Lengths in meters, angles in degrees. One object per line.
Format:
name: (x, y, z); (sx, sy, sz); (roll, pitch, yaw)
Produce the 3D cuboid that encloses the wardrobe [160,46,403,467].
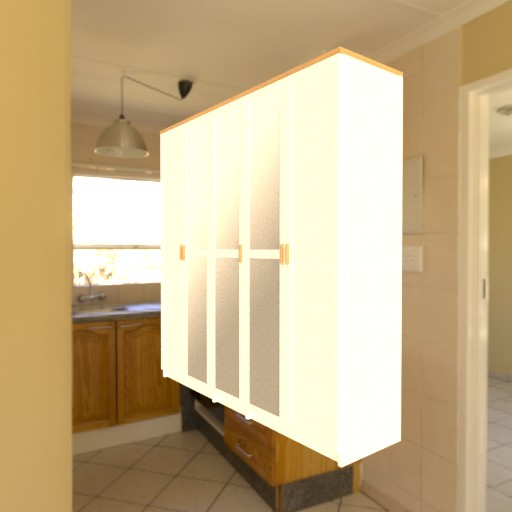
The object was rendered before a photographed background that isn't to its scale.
wardrobe: (0.000, 0.000, 3.393); (0.590, 2.260, 2.160); (-1, 1, -38)
